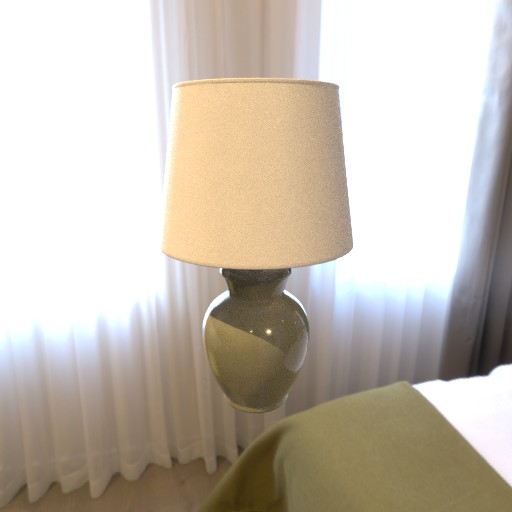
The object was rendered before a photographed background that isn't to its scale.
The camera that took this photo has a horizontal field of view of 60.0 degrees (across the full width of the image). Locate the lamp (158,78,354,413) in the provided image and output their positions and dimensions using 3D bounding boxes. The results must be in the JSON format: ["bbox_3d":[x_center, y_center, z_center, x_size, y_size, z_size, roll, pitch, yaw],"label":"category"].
[{"bbox_3d":[0.000,0.000,0.560,0.239,0.399,0.239,0,16,0],"label":"lamp"}]
